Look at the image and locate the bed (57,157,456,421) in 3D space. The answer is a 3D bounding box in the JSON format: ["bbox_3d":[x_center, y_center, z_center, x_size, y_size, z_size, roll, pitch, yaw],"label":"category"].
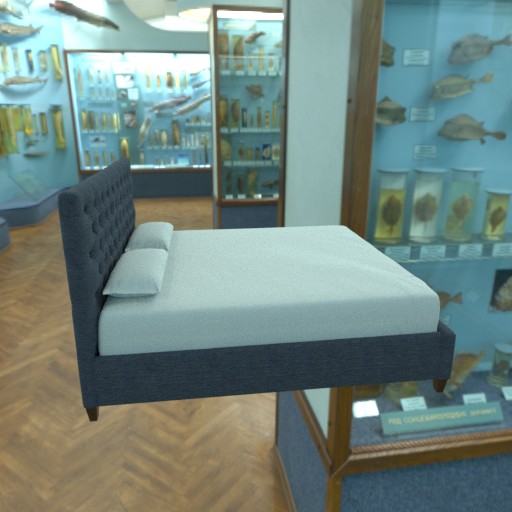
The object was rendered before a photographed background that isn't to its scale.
[{"bbox_3d":[0.000,0.000,3.612,2.387,1.427,2.078,-2,18,-7],"label":"bed"}]
